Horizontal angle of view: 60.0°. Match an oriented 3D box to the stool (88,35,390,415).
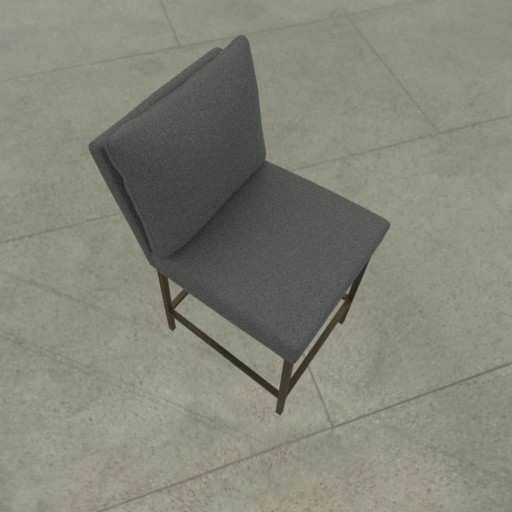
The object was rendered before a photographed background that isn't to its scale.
[{"bbox_3d":[0.000,0.000,1.292,0.569,1.030,0.463,32,63,18],"label":"stool"}]
